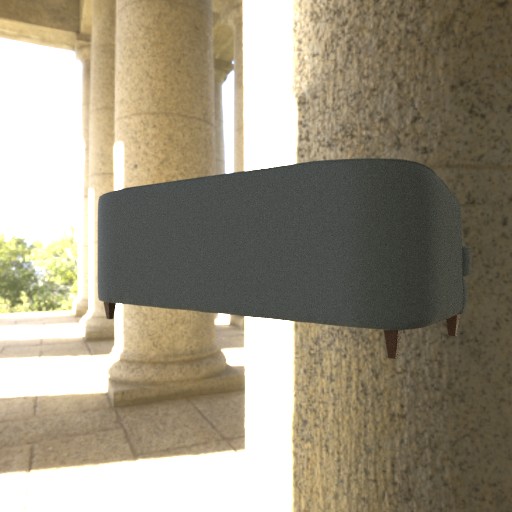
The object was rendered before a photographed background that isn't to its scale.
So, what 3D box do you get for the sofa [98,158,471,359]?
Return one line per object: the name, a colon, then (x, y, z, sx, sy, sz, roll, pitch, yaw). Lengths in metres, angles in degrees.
sofa: (0.000, 0.000, 2.722, 2.278, 0.855, 0.941, 0, 0, 36)
